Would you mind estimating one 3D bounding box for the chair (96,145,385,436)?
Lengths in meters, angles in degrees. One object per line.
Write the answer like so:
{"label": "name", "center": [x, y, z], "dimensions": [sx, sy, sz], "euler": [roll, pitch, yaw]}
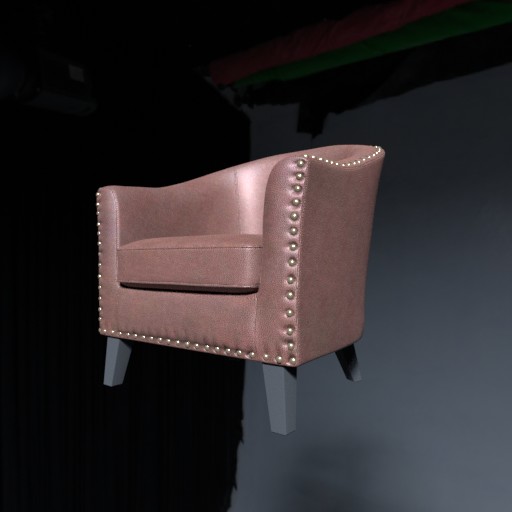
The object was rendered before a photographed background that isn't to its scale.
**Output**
{"label": "chair", "center": [0.000, 0.000, 1.465], "dimensions": [0.794, 0.823, 0.748], "euler": [0, -1, 37]}
